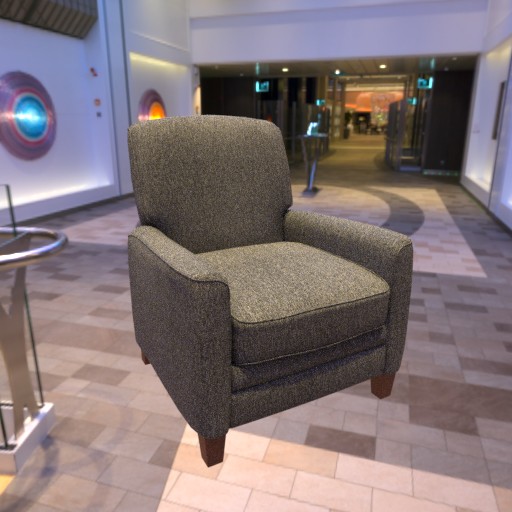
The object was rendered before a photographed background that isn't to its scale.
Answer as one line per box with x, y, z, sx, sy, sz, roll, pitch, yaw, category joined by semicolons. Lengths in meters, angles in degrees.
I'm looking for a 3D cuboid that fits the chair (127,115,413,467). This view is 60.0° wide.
0.000;0.000;1.656;0.848;1.014;0.864;-9;19;-28;chair
